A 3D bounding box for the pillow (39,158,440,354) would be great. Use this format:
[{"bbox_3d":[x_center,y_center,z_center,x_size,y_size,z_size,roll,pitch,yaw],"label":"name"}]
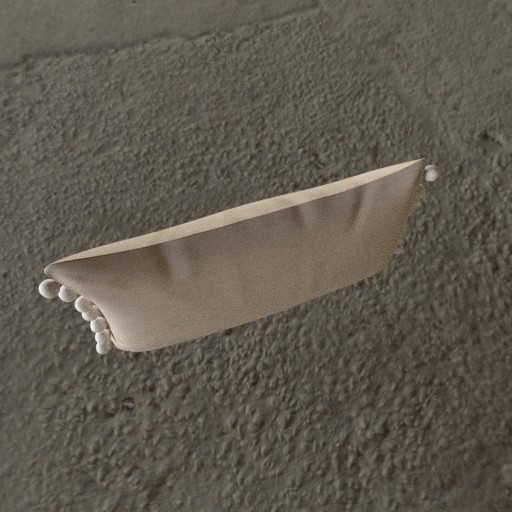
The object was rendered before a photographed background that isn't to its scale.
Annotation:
[{"bbox_3d":[0.000,0.000,0.844,0.709,0.322,0.201,-18,59,-11],"label":"pillow"}]
